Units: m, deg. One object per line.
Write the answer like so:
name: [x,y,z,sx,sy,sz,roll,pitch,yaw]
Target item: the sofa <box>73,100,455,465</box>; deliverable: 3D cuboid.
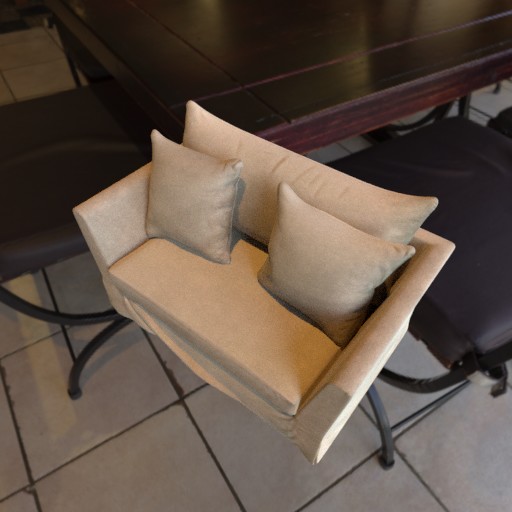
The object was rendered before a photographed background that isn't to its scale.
sofa: [0.000,0.000,2.284,1.608,1.040,1.035,30,53,26]
